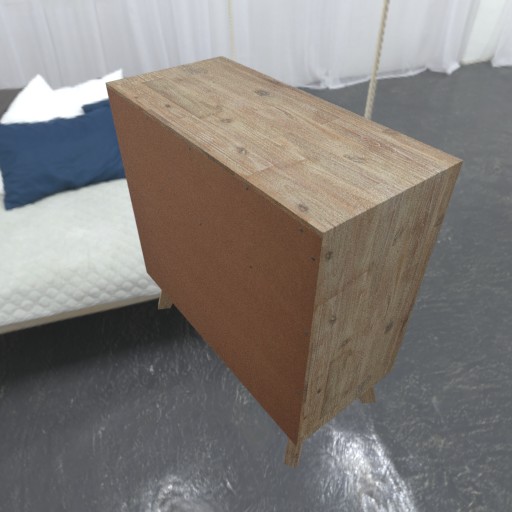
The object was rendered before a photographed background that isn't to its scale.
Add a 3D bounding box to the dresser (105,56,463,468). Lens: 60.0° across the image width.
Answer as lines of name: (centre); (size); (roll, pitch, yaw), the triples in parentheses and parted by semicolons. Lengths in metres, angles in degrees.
dresser: (0.000, 0.000, 1.564); (0.455, 1.029, 0.998); (-27, 47, -28)
